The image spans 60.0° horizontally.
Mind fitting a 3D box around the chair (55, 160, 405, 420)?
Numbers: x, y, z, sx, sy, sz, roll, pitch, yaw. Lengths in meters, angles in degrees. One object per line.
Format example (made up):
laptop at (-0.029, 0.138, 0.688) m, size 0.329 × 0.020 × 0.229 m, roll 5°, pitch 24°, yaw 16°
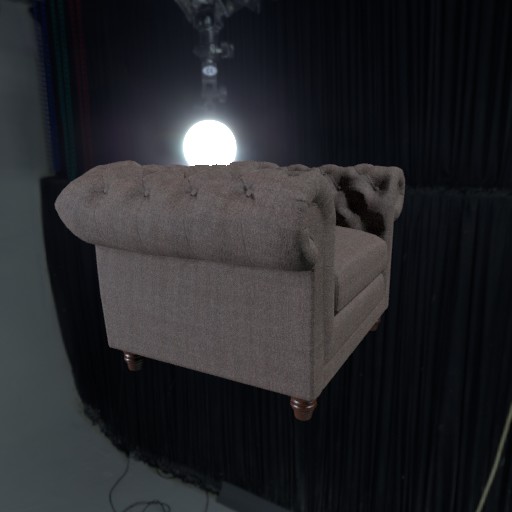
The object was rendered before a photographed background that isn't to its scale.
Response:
chair at (0.000, 0.000, 1.846) m, size 0.945 × 0.780 × 1.298 m, roll 7°, pitch 14°, yaw 28°
